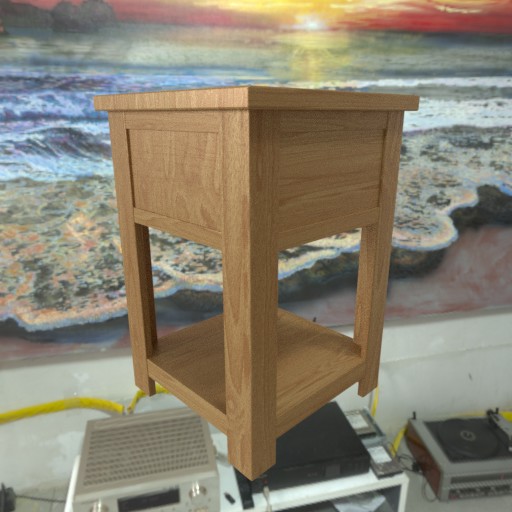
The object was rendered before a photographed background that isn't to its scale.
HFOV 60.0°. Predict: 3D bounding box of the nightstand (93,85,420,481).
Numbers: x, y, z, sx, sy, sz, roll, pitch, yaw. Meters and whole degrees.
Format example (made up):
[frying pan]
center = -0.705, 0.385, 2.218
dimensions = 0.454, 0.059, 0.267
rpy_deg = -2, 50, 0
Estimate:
[nightstand]
center = 0.000, 0.000, 0.901
dimensions = 0.428, 0.614, 0.418
rpy_deg = -16, 24, -41
